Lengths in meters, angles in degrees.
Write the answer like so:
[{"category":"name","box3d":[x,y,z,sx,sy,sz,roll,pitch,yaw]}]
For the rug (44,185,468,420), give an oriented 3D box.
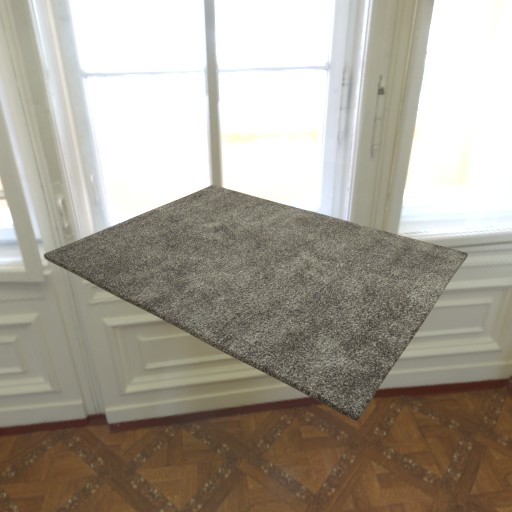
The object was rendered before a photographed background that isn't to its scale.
[{"category":"rug","box3d":[0.000,0.000,2.086,1.601,0.025,1.198,20,34,31]}]
